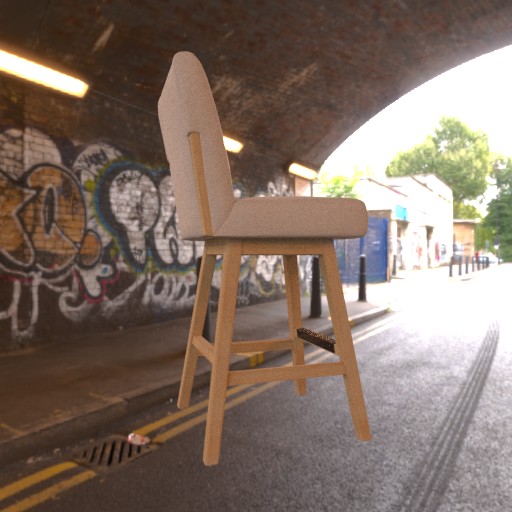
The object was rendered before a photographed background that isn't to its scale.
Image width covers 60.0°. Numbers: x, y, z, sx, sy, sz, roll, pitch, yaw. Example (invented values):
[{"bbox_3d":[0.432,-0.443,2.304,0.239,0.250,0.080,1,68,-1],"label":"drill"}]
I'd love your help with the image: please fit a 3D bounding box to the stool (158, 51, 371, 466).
[{"bbox_3d":[0.000,0.000,1.335,0.543,1.015,0.446,0,0,-19],"label":"stool"}]
